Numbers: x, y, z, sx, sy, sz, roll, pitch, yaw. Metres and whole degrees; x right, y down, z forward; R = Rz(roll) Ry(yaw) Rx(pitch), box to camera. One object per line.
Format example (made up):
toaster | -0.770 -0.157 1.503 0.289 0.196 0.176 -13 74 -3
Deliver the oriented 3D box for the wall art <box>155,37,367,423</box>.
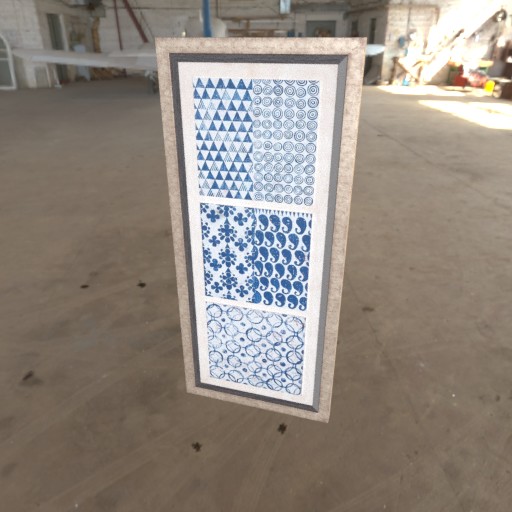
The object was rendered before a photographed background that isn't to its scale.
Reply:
wall art | 0.000 0.000 1.651 0.648 1.461 0.051 7 27 15
